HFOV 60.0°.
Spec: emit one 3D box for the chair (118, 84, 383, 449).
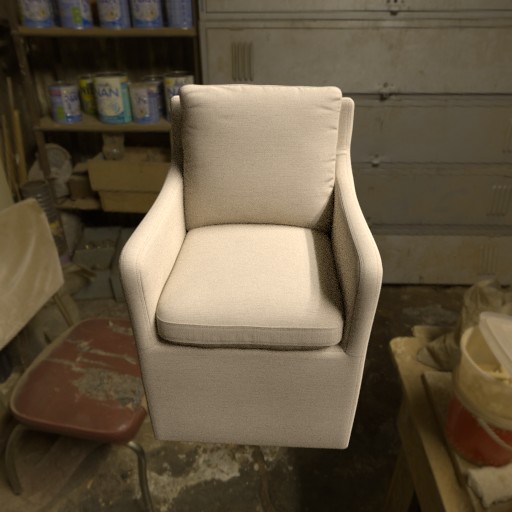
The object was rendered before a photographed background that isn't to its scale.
[{"bbox_3d":[0.000,0.000,1.348,0.626,0.914,0.694,2,30,3],"label":"chair"}]
